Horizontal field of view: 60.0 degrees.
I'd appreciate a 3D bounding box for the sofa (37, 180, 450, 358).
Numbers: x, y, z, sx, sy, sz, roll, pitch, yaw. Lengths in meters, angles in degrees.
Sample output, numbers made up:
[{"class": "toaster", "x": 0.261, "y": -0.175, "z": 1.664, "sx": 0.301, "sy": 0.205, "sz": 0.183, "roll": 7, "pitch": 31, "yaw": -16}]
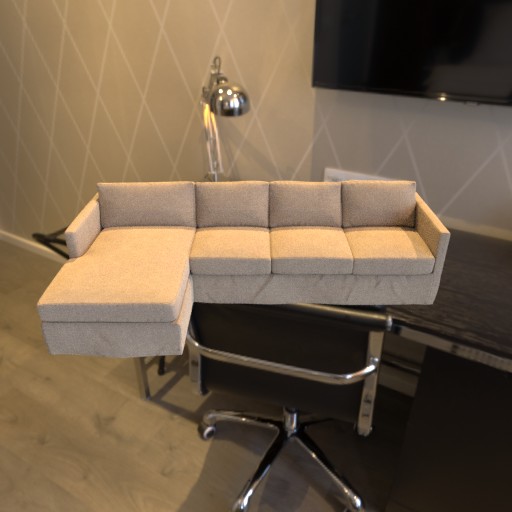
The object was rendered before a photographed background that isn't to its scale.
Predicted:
[{"class": "sofa", "x": 0.000, "y": 0.000, "z": 3.842, "sx": 3.198, "sy": 0.920, "sz": 1.638, "roll": 0, "pitch": 30, "yaw": 0}]
